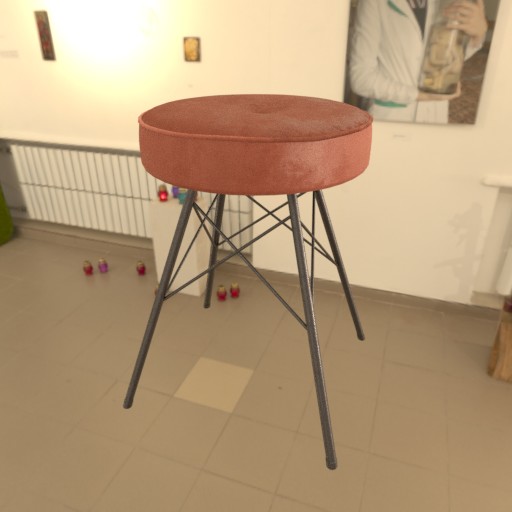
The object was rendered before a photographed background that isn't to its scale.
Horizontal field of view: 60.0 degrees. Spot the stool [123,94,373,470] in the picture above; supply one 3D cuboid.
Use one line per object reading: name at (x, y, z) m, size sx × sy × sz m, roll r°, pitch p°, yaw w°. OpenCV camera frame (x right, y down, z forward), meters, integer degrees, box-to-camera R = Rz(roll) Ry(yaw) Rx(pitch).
stool at (0.000, 0.000, 0.909) m, size 0.457 × 0.593 × 0.421 m, roll 9°, pitch 29°, yaw 17°
